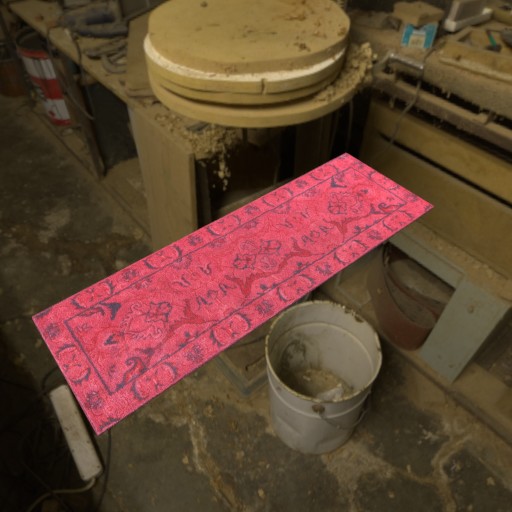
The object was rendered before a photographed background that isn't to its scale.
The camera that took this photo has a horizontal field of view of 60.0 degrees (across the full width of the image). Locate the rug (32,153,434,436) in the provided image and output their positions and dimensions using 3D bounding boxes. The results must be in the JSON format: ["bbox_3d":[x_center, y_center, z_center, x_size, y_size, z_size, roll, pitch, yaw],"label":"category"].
[{"bbox_3d":[0.000,0.000,2.684,2.439,0.018,0.813,-31,54,-25],"label":"rug"}]
